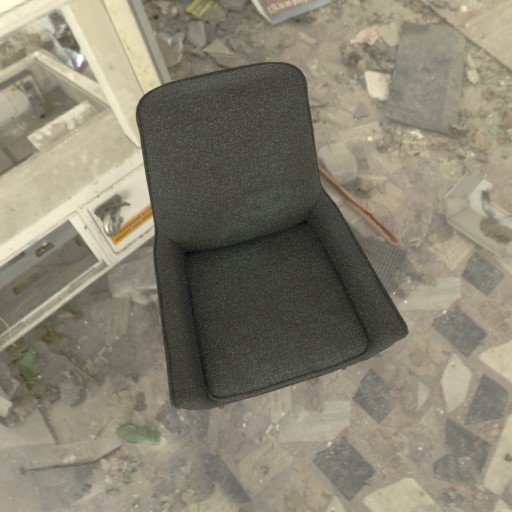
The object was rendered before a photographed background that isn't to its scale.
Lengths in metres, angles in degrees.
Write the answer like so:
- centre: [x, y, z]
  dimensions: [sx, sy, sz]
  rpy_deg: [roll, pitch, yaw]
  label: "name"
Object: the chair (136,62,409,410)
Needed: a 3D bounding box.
- centre: [0.000, 0.000, 1.528]
  dimensions: [0.763, 0.883, 0.859]
  rpy_deg: [-15, 65, -7]
  label: "chair"
